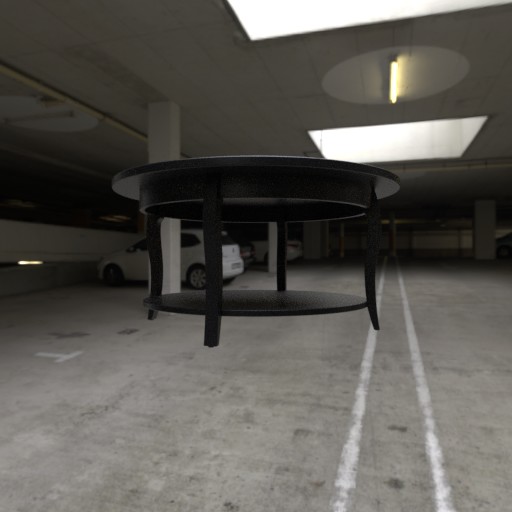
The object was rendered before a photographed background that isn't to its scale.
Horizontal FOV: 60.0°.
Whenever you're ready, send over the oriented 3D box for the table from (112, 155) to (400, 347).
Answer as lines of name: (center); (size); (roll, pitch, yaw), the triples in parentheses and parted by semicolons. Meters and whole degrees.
table: (0.000, 0.000, 1.475); (0.914, 0.457, 0.914); (0, 0, 0)
